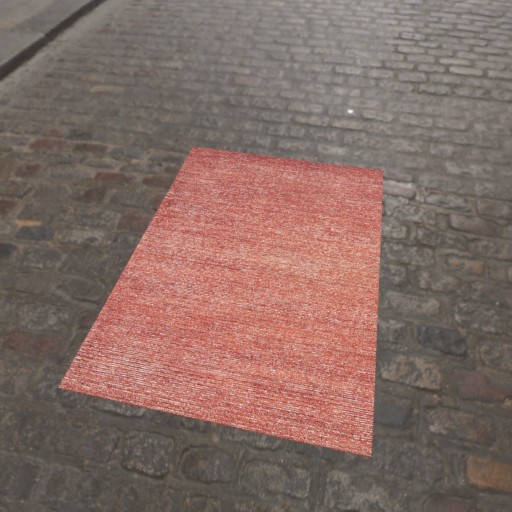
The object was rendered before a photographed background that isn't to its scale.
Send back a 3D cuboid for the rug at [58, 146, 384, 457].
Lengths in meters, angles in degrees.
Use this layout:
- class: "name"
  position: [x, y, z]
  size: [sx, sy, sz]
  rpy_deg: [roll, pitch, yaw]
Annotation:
- class: "rug"
  position: [0.000, 0.000, 5.124]
  size: [2.803, 0.025, 3.965]
  rpy_deg: [9, 48, 8]
